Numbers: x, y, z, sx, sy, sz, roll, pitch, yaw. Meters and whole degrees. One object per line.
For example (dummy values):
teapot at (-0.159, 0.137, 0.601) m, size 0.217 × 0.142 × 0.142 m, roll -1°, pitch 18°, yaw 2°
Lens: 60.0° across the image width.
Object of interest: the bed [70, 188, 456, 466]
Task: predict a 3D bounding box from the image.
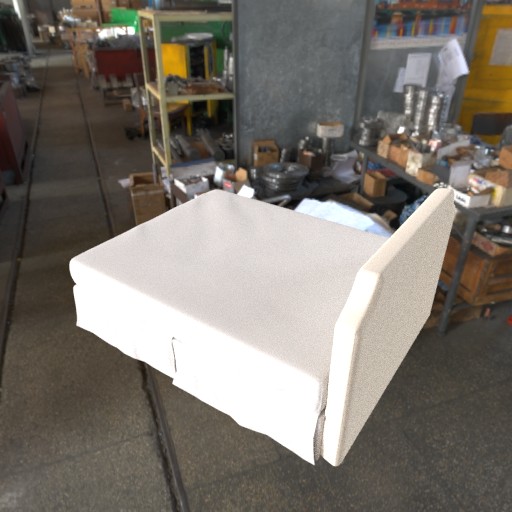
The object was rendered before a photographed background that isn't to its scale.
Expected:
bed at (0.000, 0.000, 3.594) m, size 2.498 × 1.293 × 1.977 m, roll 20°, pitch 36°, yaw 30°
